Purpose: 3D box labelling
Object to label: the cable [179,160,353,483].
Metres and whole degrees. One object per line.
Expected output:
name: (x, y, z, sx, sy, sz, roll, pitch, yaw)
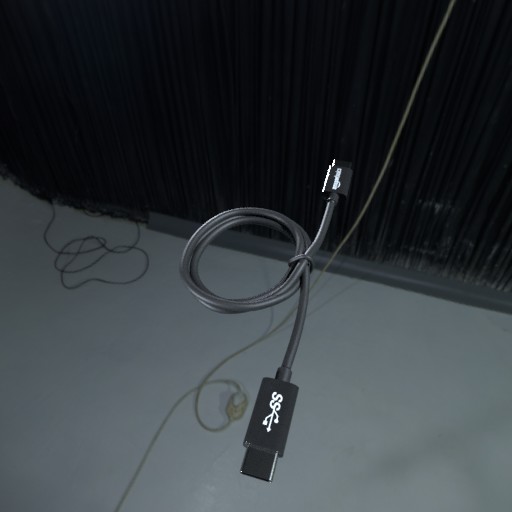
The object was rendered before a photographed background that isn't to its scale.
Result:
cable: (0.000, 0.000, 0.209, 0.070, 0.014, 0.186, 12, 47, 11)
